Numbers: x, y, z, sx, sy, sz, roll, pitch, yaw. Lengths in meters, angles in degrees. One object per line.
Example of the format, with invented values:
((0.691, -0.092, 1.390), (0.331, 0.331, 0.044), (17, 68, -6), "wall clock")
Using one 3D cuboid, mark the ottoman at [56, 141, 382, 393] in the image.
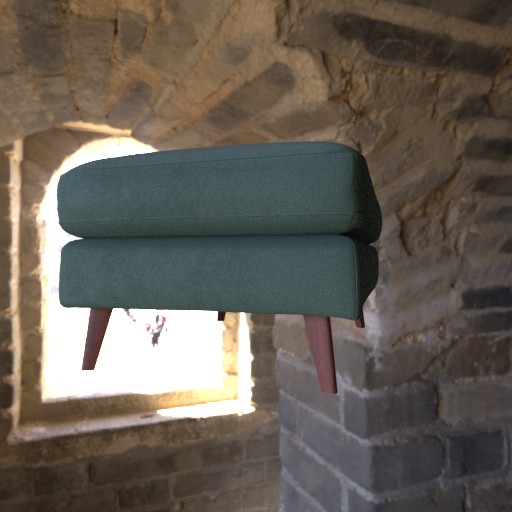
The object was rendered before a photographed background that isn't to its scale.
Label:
((0.000, 0.000, 1.138), (0.608, 0.449, 0.811), (0, 0, 17), "ottoman")
